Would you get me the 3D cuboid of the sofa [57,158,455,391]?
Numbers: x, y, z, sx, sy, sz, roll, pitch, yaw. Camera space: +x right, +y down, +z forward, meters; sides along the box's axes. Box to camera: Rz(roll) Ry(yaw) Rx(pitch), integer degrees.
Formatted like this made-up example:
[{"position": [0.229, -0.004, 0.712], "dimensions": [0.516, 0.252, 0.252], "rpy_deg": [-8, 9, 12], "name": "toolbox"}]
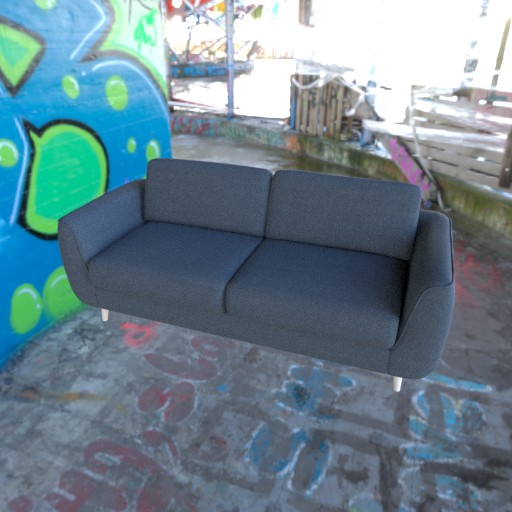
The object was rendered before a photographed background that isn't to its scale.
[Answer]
[{"position": [0.000, 0.000, 2.462], "dimensions": [2.000, 0.850, 0.920], "rpy_deg": [9, 28, 18], "name": "sofa"}]
